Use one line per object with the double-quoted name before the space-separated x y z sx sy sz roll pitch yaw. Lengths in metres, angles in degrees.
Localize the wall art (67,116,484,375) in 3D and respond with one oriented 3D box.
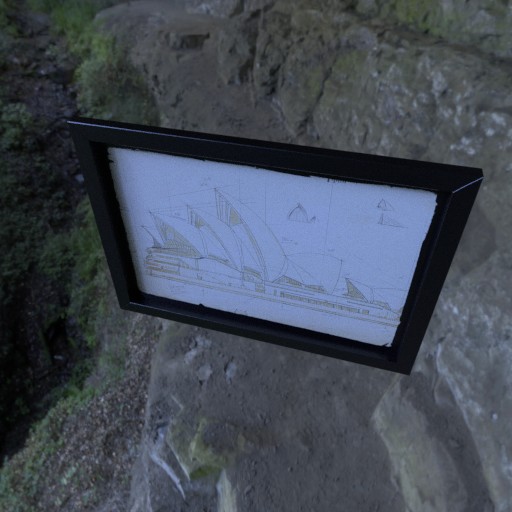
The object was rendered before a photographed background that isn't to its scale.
"wall art" 0.000 0.000 0.833 0.657 0.458 0.027 11 41 13
